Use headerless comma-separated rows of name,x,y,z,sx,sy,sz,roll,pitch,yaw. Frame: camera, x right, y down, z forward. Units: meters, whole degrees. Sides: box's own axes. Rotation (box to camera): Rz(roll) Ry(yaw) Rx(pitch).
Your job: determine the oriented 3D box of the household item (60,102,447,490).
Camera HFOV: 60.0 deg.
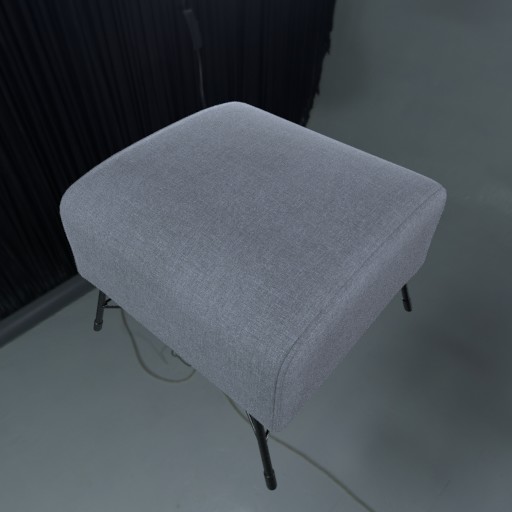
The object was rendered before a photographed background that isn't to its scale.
household item,0.000,0.000,0.884,0.530,0.410,0.530,31,53,27
